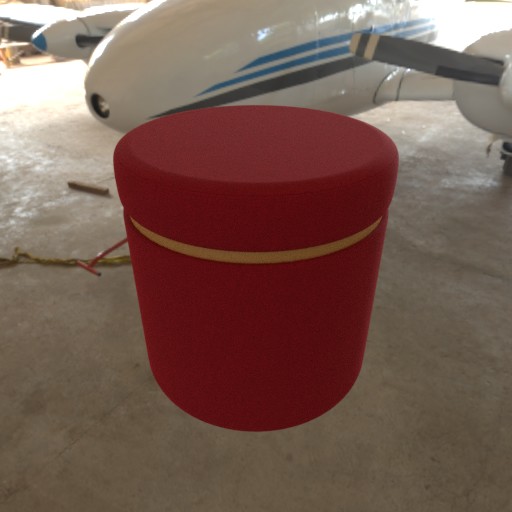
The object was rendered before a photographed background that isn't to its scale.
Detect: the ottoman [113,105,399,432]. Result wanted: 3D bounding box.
[{"bbox_3d":[0.000,0.000,0.736,0.400,0.406,0.400,0,32,0],"label":"ottoman"}]
